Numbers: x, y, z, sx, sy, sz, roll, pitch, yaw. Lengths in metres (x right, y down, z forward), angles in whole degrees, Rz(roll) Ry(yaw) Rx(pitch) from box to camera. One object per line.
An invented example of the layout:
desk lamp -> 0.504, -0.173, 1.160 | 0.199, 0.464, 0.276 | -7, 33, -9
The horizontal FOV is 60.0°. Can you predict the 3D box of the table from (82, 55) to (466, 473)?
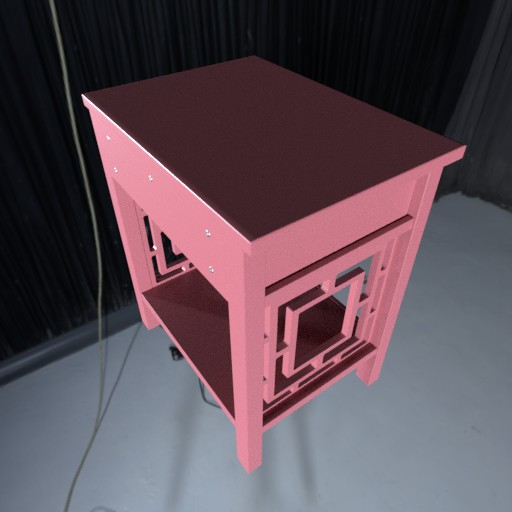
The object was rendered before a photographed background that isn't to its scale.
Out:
table -> 0.000, 0.000, 1.049 | 0.451, 0.686, 0.599 | -25, 47, -26
